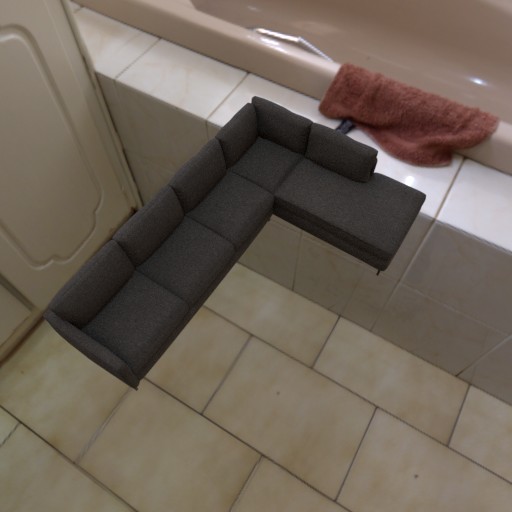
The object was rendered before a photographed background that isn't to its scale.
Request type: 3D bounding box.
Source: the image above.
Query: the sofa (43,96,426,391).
[{"bbox_3d":[0.000,0.000,3.876,2.007,0.815,2.949,30,64,17],"label":"sofa"}]
